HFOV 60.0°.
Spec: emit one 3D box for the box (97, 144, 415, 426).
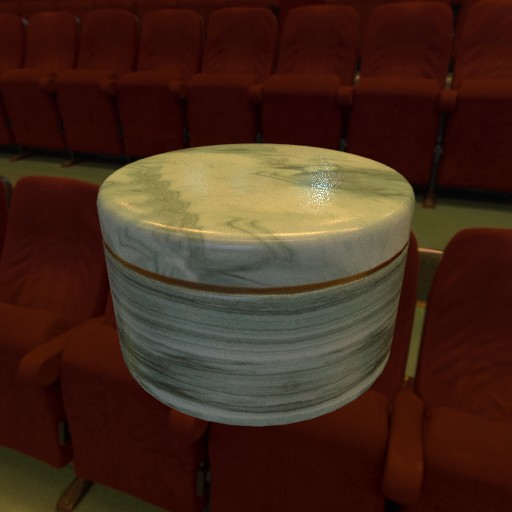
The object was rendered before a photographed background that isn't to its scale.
[{"bbox_3d":[0.000,0.000,0.159,0.101,0.063,0.101,0,26,0],"label":"box"}]
